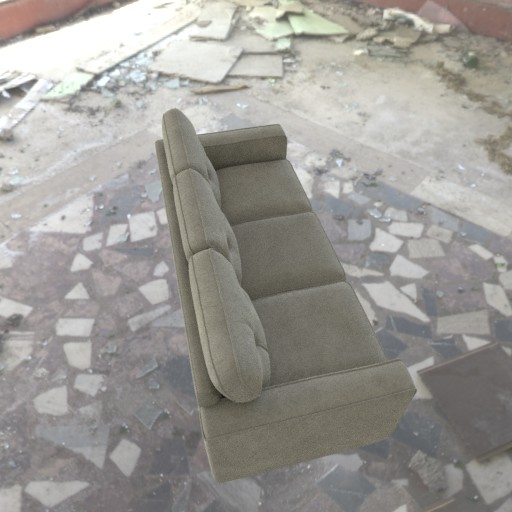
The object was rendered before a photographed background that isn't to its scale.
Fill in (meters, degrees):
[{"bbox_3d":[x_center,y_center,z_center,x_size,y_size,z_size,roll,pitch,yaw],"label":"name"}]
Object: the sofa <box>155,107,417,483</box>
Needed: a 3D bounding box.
[{"bbox_3d":[0.000,0.000,2.600,0.939,0.965,2.133,-10,49,-9],"label":"sofa"}]
